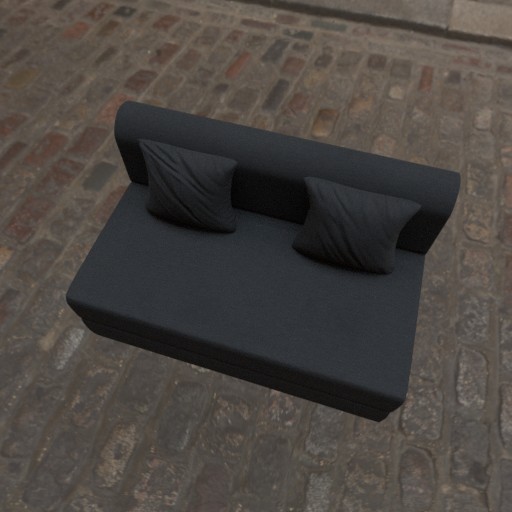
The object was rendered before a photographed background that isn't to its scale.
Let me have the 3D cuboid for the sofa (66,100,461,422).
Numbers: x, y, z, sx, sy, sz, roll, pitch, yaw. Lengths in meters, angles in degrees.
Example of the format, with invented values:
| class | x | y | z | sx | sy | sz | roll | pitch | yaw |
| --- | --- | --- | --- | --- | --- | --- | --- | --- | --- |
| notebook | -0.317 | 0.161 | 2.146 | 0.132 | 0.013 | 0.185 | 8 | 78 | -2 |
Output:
| class | x | y | z | sx | sy | sz | roll | pitch | yaw |
| --- | --- | --- | --- | --- | --- | --- | --- | --- | --- |
| sofa | 0.000 | 0.000 | 1.677 | 1.225 | 0.670 | 0.762 | 15 | 60 | 9 |
